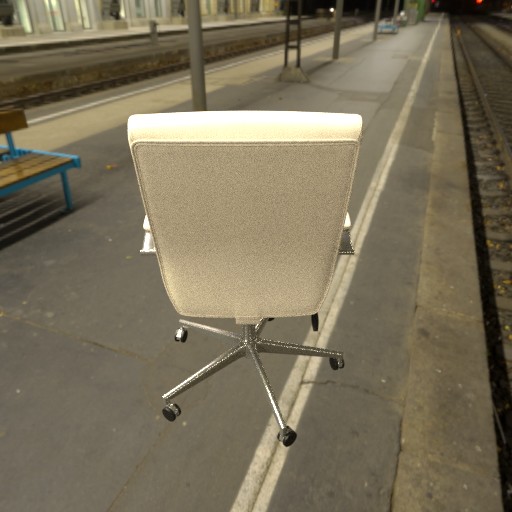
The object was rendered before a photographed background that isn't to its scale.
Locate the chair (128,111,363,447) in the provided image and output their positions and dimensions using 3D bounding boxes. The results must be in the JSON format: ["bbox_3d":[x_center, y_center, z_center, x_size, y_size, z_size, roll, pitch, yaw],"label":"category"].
[{"bbox_3d":[0.000,0.000,1.561,0.727,1.099,0.745,0,30,-1],"label":"chair"}]
